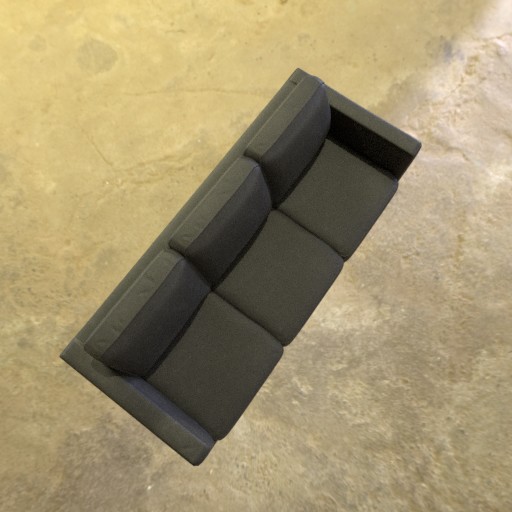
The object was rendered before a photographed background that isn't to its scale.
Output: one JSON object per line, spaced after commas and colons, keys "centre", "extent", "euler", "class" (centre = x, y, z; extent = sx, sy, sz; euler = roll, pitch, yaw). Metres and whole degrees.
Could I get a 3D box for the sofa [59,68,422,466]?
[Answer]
{"centre": [0.000, 0.000, 2.493], "extent": [0.879, 0.899, 2.029], "euler": [35, 77, 9], "class": "sofa"}
